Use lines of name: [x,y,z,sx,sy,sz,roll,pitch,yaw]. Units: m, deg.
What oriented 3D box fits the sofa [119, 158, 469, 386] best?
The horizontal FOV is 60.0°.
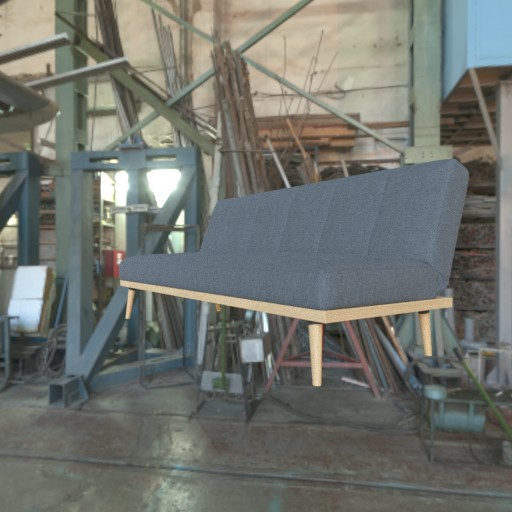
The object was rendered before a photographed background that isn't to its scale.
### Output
sofa: [0.000,0.000,2.245,0.820,0.770,1.820,0,1,-36]
